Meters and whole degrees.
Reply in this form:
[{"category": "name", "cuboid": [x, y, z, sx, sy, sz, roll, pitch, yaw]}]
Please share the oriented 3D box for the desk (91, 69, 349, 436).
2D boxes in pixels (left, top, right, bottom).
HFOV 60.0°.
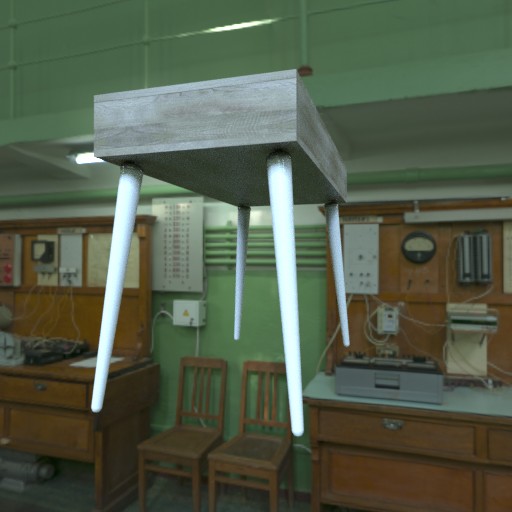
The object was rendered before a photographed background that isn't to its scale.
[{"category": "desk", "cuboid": [0.000, 0.000, 1.404, 0.491, 0.723, 0.979, 0, -1, 17]}]
